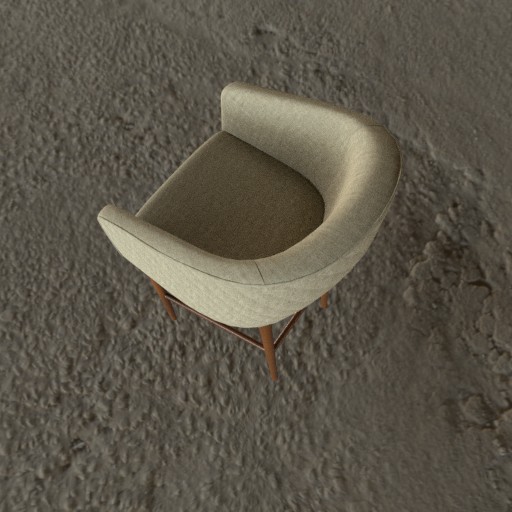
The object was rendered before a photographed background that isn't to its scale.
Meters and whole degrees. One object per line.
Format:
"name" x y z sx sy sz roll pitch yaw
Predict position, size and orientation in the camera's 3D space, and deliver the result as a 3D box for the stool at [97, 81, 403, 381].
"stool" 0.000 0.000 1.411 0.607 1.078 0.559 33 68 15
